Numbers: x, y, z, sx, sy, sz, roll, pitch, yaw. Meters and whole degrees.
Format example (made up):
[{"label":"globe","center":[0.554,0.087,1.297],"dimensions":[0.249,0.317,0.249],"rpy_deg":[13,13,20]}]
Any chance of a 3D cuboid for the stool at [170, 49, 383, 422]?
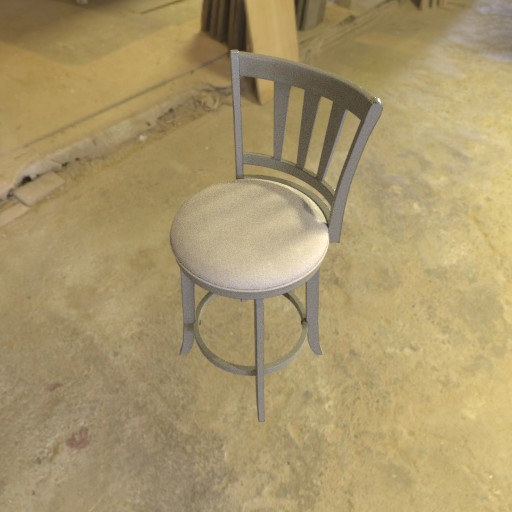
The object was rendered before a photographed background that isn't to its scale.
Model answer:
[{"label":"stool","center":[0.000,0.000,1.315],"dimensions":[0.450,0.994,0.486],"rpy_deg":[32,54,27]}]
